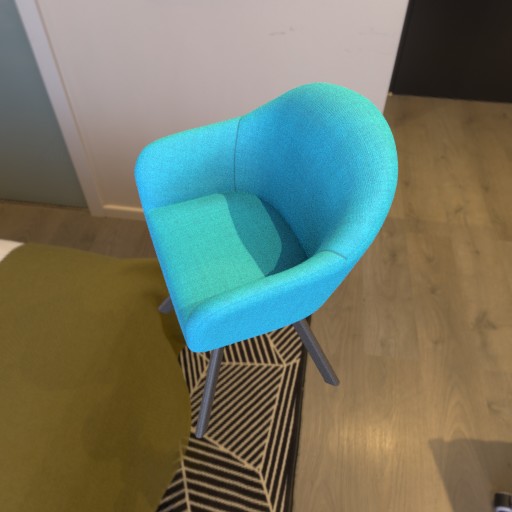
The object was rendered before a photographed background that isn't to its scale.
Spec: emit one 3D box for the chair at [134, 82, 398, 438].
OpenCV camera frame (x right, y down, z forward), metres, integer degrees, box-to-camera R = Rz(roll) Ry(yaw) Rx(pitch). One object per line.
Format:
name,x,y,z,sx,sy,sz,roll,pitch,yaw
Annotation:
chair,0.000,0.000,1.175,0.550,0.795,0.590,-16,49,-14
